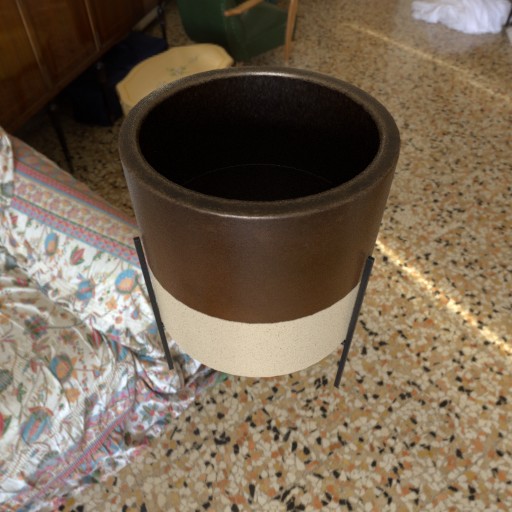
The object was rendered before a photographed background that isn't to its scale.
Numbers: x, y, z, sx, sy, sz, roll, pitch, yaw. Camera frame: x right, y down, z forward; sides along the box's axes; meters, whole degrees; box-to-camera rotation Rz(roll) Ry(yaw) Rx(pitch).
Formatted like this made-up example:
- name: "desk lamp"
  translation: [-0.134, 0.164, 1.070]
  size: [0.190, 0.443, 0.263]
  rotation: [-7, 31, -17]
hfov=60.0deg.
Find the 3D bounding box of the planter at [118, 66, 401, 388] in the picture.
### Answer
- name: "planter"
  translation: [0.000, 0.000, 0.710]
  size: [0.354, 0.465, 0.345]
  rotation: [-17, 49, -16]
